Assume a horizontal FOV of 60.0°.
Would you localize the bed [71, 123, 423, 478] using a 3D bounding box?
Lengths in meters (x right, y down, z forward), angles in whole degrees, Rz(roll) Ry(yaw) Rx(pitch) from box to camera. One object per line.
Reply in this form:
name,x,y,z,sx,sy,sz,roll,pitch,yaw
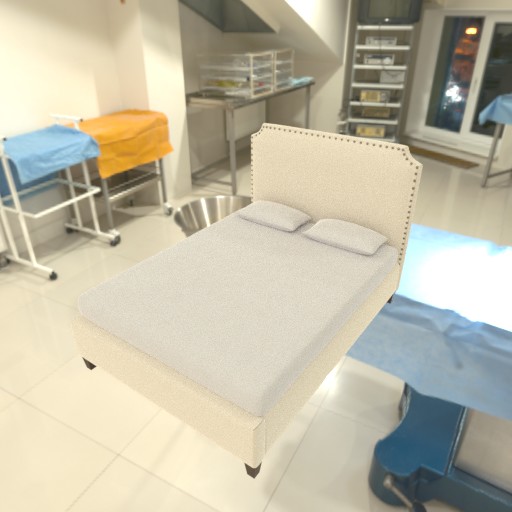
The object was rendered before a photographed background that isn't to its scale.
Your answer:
bed,0.000,0.000,3.527,1.712,1.497,2.372,19,35,31
